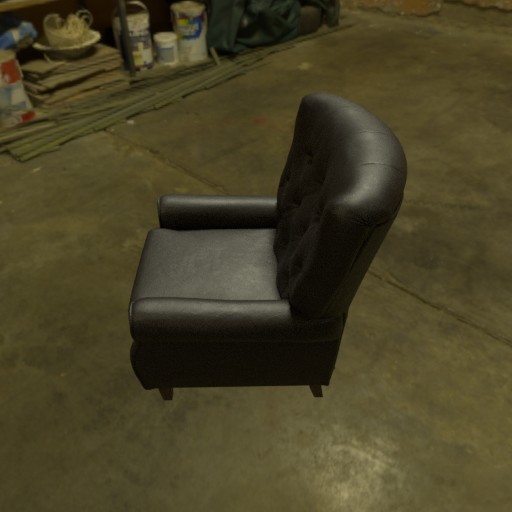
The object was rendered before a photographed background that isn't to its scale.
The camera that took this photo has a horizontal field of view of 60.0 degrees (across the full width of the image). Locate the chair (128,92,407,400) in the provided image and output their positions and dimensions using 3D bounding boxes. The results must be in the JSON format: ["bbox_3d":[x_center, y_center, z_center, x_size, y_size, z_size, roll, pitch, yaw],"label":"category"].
[{"bbox_3d":[0.000,0.000,1.923,1.058,1.158,0.948,-1,41,-1],"label":"chair"}]
